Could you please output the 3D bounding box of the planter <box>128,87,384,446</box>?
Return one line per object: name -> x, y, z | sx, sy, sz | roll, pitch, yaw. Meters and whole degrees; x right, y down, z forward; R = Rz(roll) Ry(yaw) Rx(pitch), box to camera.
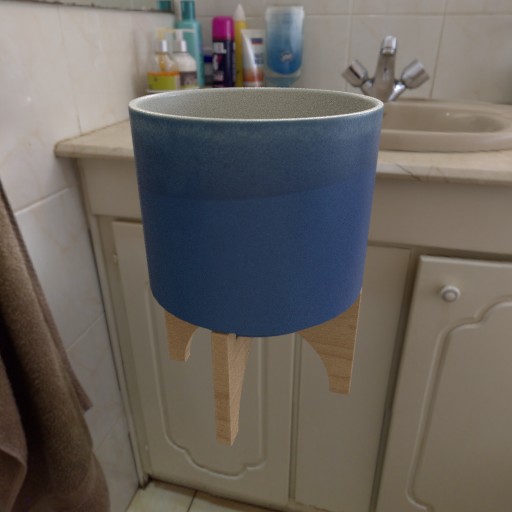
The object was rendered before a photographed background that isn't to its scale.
planter -> 0.000, 0.000, 0.547 | 0.261, 0.367, 0.261 | 0, 26, 0
